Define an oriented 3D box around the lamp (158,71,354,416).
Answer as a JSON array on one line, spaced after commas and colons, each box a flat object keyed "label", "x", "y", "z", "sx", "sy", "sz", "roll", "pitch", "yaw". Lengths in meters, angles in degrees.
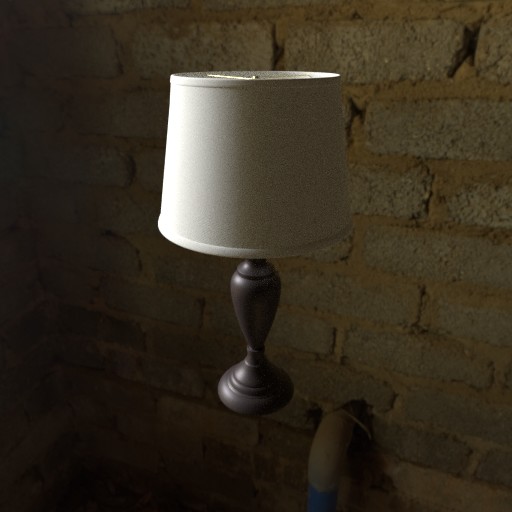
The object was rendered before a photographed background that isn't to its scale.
[{"label": "lamp", "x": 0.000, "y": 0.000, "z": 0.805, "sx": 0.335, "sy": 0.611, "sz": 0.335, "roll": 0, "pitch": 25, "yaw": 0}]
